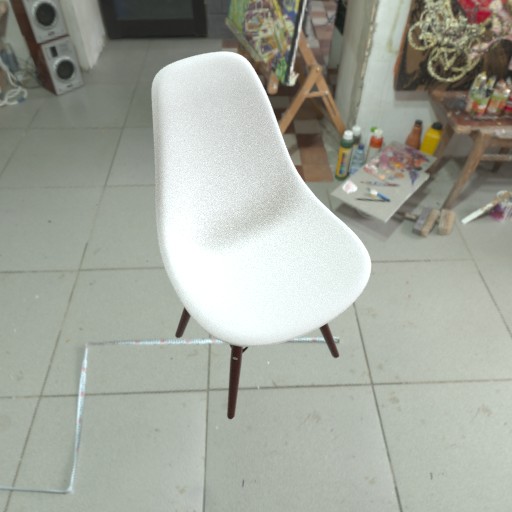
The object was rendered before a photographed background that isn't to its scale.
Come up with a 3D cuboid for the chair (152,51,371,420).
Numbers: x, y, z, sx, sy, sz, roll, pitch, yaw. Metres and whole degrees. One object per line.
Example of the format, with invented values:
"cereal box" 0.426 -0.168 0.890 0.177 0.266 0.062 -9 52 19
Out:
"chair" 0.000 0.000 1.138 0.470 0.826 0.533 -24 52 -21
